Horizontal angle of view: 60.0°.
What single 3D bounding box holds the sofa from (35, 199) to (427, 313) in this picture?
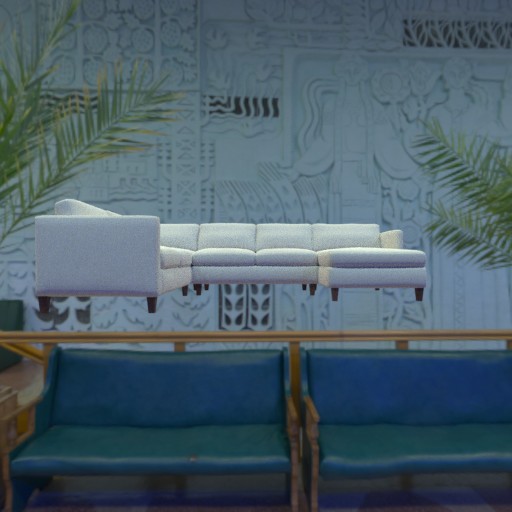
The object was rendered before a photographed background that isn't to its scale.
[{"bbox_3d":[0.000,0.000,4.433,3.238,0.853,2.551,0,0,0],"label":"sofa"}]
